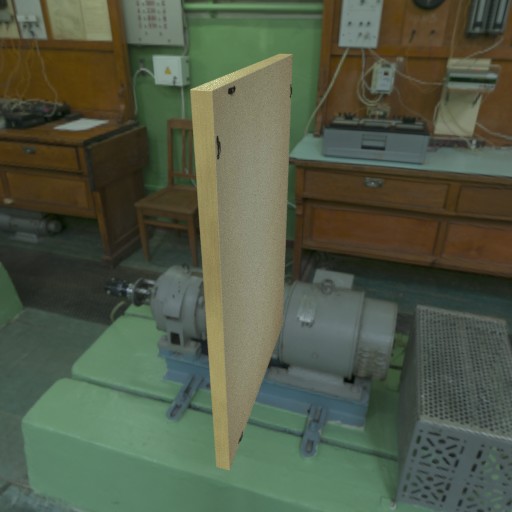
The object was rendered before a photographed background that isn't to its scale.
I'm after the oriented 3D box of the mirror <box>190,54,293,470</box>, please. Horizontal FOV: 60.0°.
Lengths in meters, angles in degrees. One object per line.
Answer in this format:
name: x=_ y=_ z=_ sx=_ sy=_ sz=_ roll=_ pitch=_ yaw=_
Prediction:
mirror: x=0.000 y=0.000 z=1.159 sx=0.041 sy=0.915 sz=0.609 roll=8 pitch=30 yaw=14
